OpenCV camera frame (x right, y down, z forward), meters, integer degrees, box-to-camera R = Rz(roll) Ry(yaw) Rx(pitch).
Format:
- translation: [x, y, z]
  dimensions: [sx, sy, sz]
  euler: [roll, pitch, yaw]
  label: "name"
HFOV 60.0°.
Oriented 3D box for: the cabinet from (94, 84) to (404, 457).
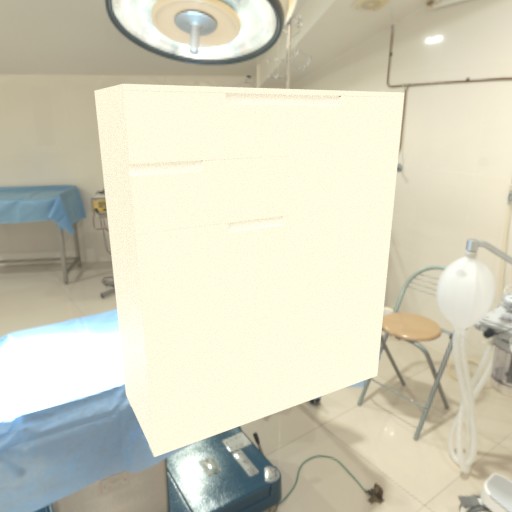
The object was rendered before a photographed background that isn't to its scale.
- translation: [0.000, 0.000, 1.710]
  dimensions: [1.000, 1.190, 0.400]
  euler: [-10, 20, -28]
  label: "cabinet"
